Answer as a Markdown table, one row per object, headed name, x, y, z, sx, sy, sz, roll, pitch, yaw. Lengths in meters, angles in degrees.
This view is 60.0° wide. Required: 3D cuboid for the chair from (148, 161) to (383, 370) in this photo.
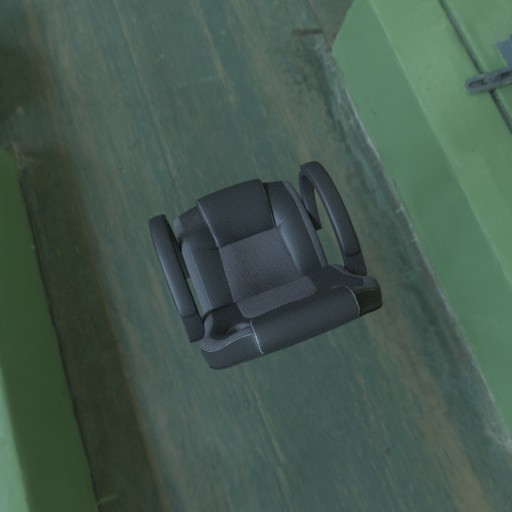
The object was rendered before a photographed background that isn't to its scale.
| name | x | y | z | sx | sy | sz | roll | pitch | yaw |
| --- | --- | --- | --- | --- | --- | --- | --- | --- | --- |
| chair | 0.000 | 0.000 | 1.664 | 0.673 | 1.187 | 0.724 | -20 | 77 | -5 |
